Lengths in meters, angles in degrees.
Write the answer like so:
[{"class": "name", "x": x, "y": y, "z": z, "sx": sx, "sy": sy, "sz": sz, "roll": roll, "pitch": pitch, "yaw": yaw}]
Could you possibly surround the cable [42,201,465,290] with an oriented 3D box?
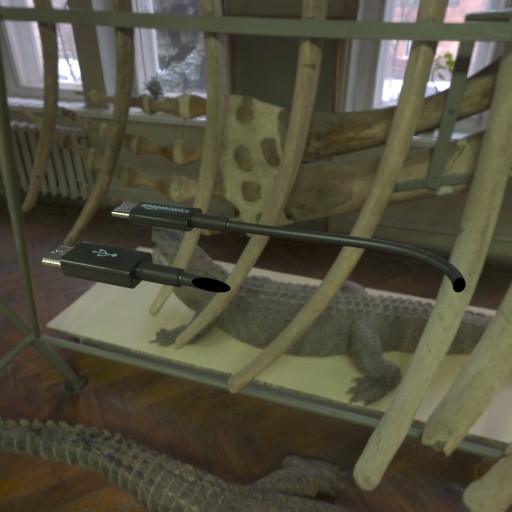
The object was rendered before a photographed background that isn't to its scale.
[{"class": "cable", "x": 0.000, "y": 0.000, "z": 0.112, "sx": 0.098, "sy": 0.006, "sz": 0.040, "roll": 9, "pitch": 31, "yaw": 16}]
